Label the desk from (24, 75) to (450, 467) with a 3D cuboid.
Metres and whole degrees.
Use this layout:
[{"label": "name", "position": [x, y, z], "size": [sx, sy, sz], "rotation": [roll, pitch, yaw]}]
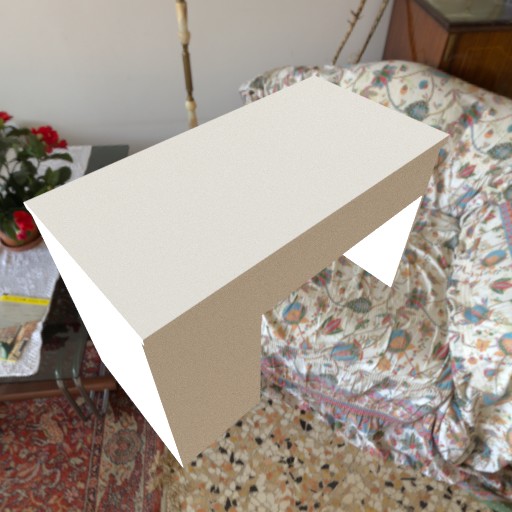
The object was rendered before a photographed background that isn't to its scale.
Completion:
[{"label": "desk", "position": [0.000, 0.000, 1.510], "size": [1.097, 0.735, 0.560], "rotation": [-33, 55, -28]}]
